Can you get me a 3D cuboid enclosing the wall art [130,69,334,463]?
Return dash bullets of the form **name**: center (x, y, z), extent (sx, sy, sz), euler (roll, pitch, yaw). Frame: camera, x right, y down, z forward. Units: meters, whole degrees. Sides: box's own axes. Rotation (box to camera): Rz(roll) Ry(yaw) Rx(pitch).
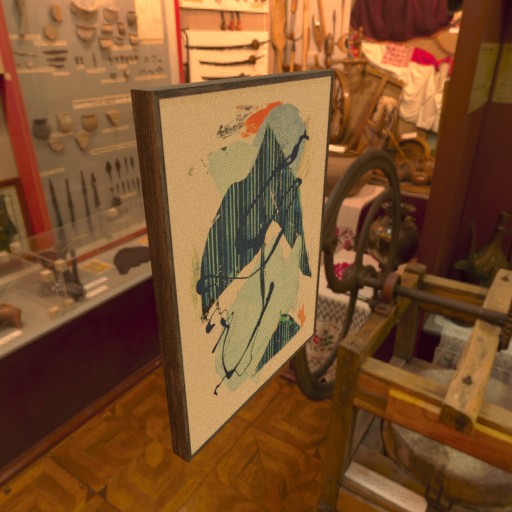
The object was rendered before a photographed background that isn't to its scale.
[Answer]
- **wall art**: center (0.000, 0.000, 1.355), extent (0.063, 1.016, 0.762), euler (17, 31, 31)
